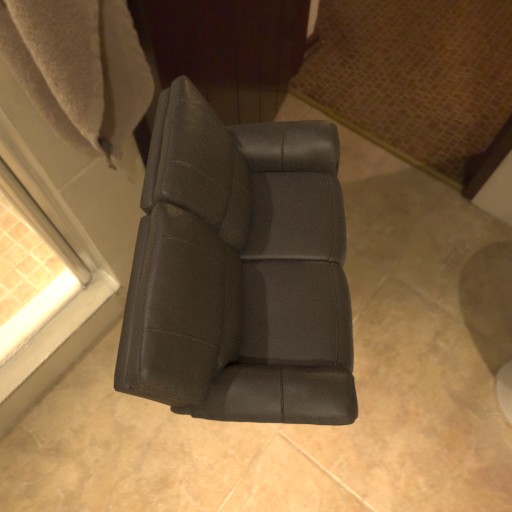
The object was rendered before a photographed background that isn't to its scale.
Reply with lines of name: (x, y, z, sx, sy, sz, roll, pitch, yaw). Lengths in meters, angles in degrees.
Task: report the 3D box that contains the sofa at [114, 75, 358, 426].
sofa: (0.000, 0.000, 2.454, 1.104, 1.111, 1.765, 2, 63, 1)
